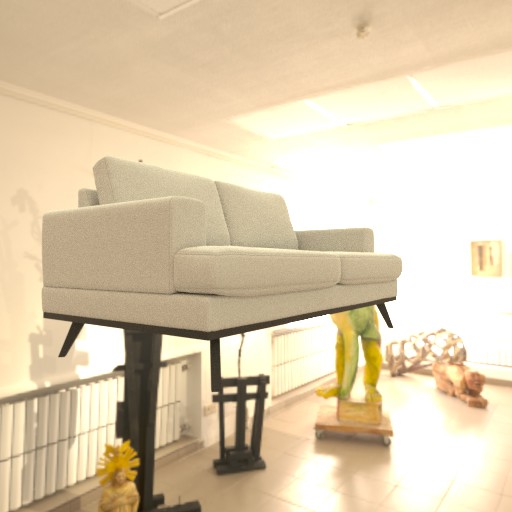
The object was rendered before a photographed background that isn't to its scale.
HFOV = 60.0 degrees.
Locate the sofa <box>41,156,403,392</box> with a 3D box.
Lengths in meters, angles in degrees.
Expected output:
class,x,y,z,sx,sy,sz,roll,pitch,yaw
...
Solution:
class,x,y,z,sx,sy,sz,roll,pitch,yaw
sofa,0.000,0.000,2.148,0.920,0.810,1.650,-1,-1,36
